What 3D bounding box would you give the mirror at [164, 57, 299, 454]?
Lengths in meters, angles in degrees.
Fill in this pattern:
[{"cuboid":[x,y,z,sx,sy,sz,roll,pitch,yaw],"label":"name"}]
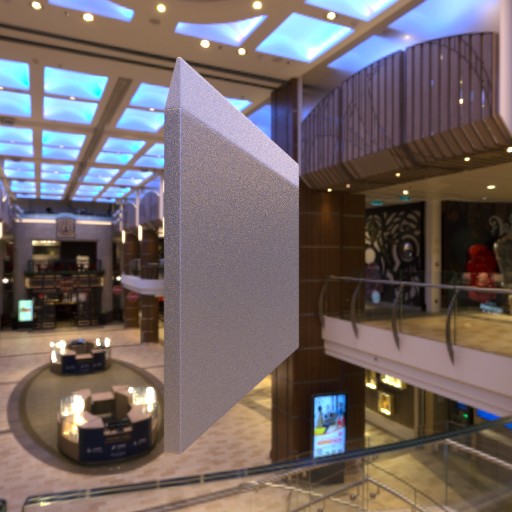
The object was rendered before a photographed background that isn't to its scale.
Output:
[{"cuboid":[0.000,0.000,1.120,0.030,0.630,0.870,0,0,18],"label":"mirror"}]
